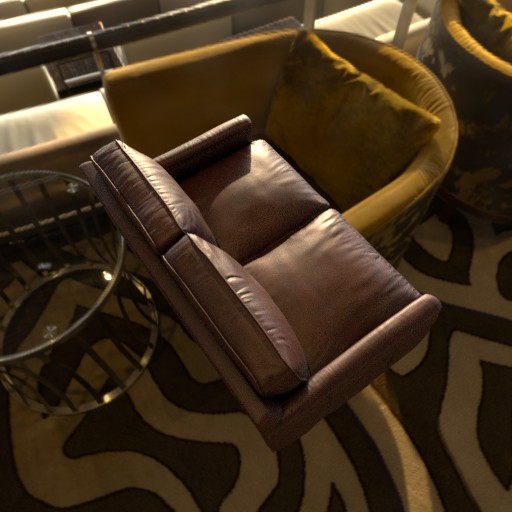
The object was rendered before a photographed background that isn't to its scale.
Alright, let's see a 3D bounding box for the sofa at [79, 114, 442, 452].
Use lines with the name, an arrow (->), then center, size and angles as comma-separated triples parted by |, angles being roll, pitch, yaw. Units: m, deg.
sofa -> 0.000, 0.000, 2.298 | 1.083, 1.003, 1.628 | -31, 63, -18
